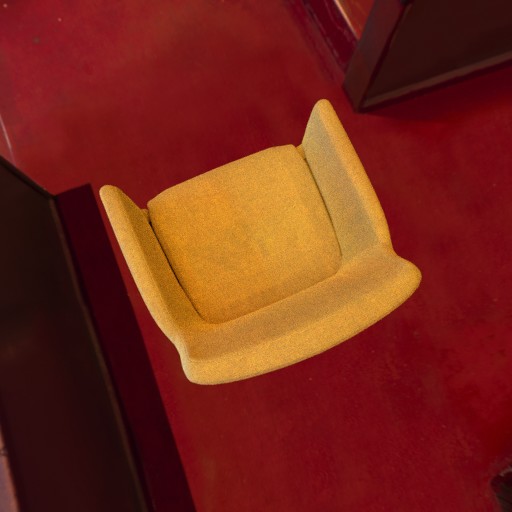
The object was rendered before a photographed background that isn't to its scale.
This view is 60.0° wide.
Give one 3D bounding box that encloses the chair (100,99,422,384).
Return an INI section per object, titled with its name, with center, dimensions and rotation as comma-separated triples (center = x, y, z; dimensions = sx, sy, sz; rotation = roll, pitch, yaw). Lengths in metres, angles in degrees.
[chair]
center = 0.000, 0.000, 1.196
dimensions = 0.570, 0.780, 0.570
rotation = -23, 78, -5
